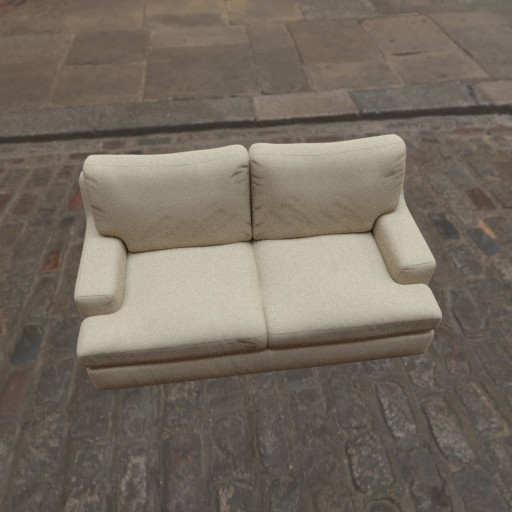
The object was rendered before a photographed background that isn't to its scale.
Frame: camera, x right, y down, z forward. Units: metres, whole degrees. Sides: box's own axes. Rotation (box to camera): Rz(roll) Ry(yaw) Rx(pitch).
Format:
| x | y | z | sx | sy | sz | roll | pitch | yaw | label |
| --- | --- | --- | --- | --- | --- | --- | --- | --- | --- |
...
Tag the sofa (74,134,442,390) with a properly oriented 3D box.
| x | y | z | sx | sy | sz | roll | pitch | yaw | label |
| --- | --- | --- | --- | --- | --- | --- | --- | --- | --- |
| 0.000 | 0.000 | 2.436 | 1.885 | 0.967 | 0.962 | -5 | 47 | -5 | sofa |
